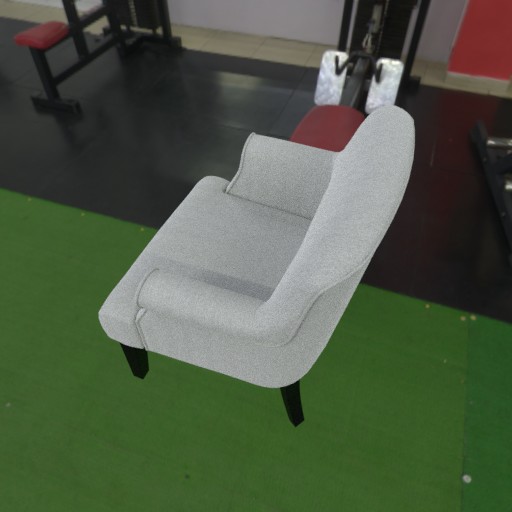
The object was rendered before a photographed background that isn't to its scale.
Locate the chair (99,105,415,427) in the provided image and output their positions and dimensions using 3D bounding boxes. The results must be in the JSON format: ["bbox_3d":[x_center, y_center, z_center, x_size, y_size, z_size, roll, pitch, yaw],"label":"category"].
[{"bbox_3d":[0.000,0.000,1.407,0.750,0.875,0.781,17,50,15],"label":"chair"}]
